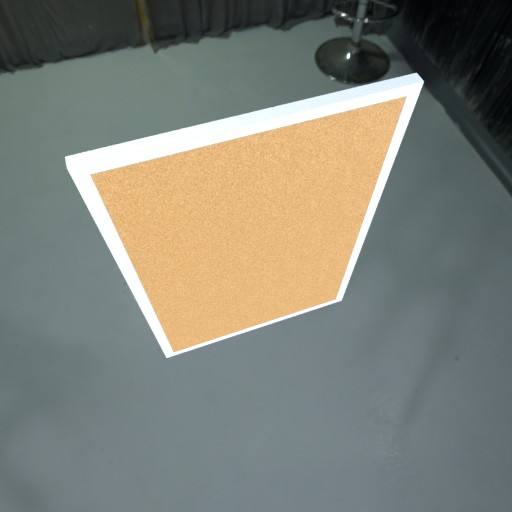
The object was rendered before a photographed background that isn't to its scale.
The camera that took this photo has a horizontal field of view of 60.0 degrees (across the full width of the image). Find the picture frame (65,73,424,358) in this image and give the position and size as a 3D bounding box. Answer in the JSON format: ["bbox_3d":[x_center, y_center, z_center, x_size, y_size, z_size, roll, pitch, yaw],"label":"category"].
[{"bbox_3d":[0.000,0.000,0.546,0.305,0.434,0.013,-17,60,-10],"label":"picture frame"}]
